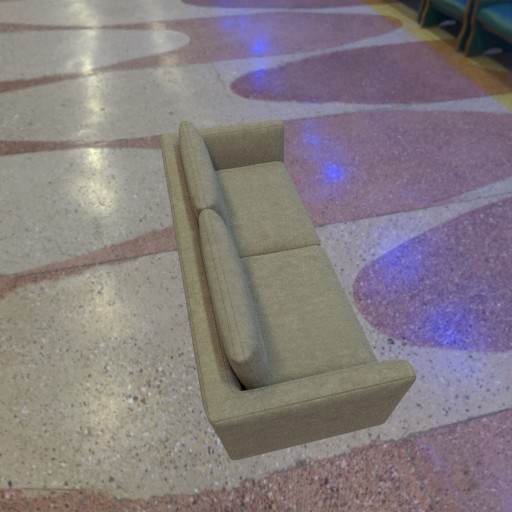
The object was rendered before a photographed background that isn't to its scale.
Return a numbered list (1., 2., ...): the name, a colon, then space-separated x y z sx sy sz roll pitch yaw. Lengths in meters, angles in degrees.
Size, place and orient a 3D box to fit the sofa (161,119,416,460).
1. sofa: 0.000 0.000 2.638 0.889 0.864 2.121 -10 48 -9
